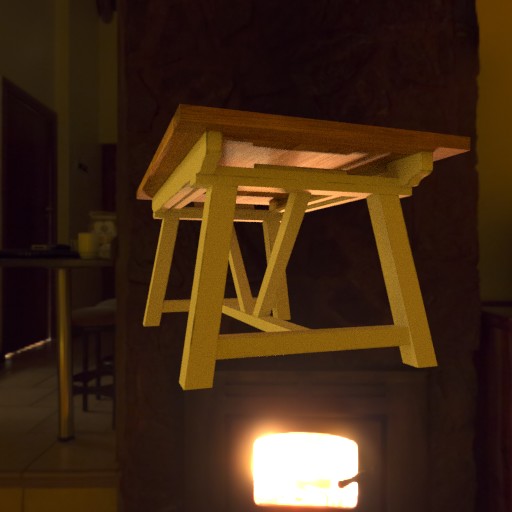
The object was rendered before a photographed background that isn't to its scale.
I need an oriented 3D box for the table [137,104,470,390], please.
[{"bbox_3d":[0.000,0.000,1.963,0.922,0.743,1.503,0,-1,-19],"label":"table"}]
